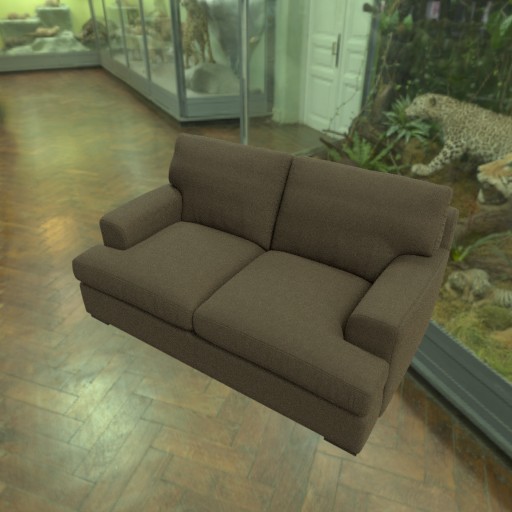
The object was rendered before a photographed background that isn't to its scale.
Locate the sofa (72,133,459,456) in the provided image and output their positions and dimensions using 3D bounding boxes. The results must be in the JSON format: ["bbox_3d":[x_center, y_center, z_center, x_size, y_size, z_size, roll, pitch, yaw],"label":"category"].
[{"bbox_3d":[0.000,0.000,2.472,1.869,0.950,1.140,19,36,28],"label":"sofa"}]
